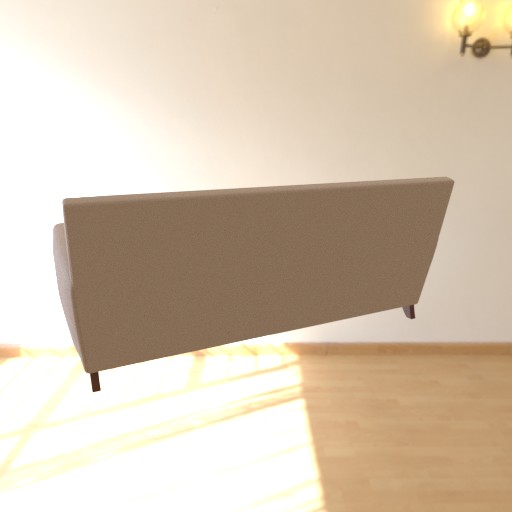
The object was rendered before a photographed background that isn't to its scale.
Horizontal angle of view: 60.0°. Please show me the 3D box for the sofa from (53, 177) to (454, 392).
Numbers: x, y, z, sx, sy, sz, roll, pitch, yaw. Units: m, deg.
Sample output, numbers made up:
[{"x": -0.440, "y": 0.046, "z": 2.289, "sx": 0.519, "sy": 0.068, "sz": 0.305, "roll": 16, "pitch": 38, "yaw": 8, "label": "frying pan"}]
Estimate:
[{"x": 0.000, "y": 0.000, "z": 2.420, "sx": 2.000, "sy": 0.846, "sz": 0.875, "roll": -7, "pitch": 17, "yaw": -25, "label": "sofa"}]
